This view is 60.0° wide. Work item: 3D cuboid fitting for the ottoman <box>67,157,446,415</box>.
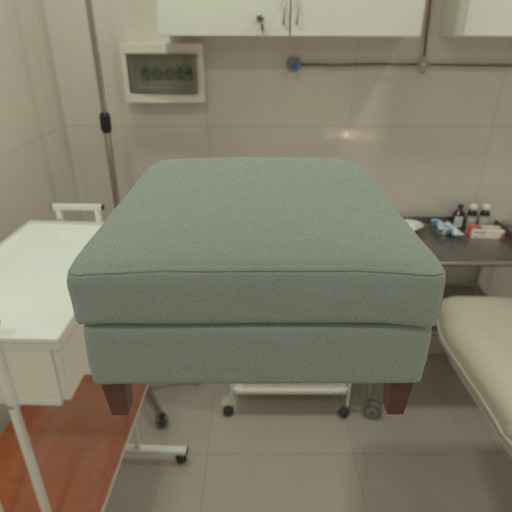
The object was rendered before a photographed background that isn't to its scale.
[{"bbox_3d":[0.000,0.000,1.460,0.842,0.494,0.991,0,26,0],"label":"ottoman"}]
